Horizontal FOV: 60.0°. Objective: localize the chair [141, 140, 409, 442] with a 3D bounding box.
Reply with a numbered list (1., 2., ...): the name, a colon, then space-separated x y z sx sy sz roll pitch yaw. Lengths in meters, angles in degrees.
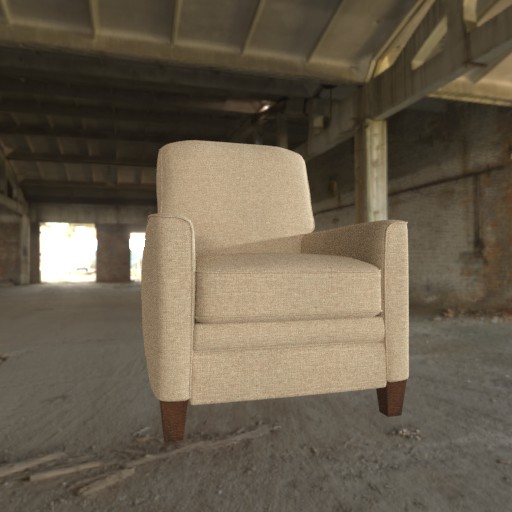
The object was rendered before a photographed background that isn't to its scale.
1. chair: 0.000 0.000 1.681 0.841 1.028 0.858 0 -1 -17
